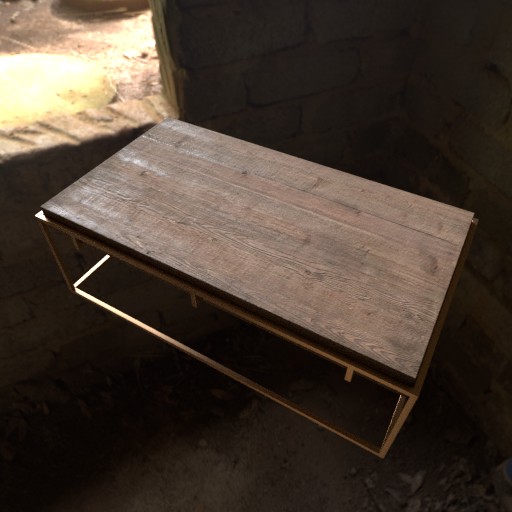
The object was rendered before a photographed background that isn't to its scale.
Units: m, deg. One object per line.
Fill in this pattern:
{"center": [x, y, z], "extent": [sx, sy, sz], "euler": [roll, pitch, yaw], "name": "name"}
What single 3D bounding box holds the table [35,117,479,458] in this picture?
{"center": [0.000, 0.000, 1.726], "extent": [1.387, 0.468, 0.775], "euler": [22, 50, 20], "name": "table"}
